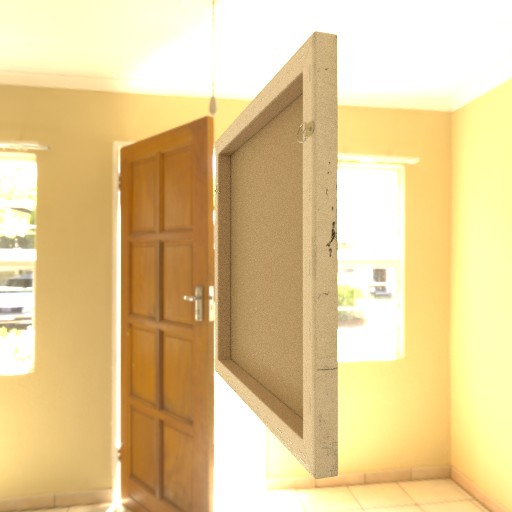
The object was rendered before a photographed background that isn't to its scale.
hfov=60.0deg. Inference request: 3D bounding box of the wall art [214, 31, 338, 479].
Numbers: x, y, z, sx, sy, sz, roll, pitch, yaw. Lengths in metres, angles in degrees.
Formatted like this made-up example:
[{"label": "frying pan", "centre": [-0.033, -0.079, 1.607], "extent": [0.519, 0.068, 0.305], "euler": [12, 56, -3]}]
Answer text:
[{"label": "wall art", "centre": [0.000, 0.000, 0.893], "extent": [0.040, 0.611, 0.610], "euler": [0, 0, -18]}]
